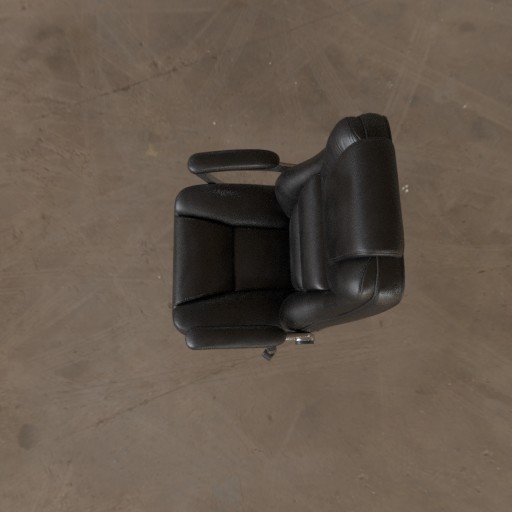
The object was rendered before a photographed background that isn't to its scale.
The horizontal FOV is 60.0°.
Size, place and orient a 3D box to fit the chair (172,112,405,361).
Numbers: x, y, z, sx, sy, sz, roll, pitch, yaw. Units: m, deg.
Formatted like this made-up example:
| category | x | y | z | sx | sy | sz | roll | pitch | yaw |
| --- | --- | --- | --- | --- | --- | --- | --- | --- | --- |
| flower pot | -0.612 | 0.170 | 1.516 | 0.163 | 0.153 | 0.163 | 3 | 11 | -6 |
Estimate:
| category | x | y | z | sx | sy | sz | roll | pitch | yaw |
| --- | --- | --- | --- | --- | --- | --- | --- | --- | --- |
| chair | 0.000 | 0.000 | 1.491 | 0.689 | 1.075 | 0.697 | -1 | 77 | 0 |
